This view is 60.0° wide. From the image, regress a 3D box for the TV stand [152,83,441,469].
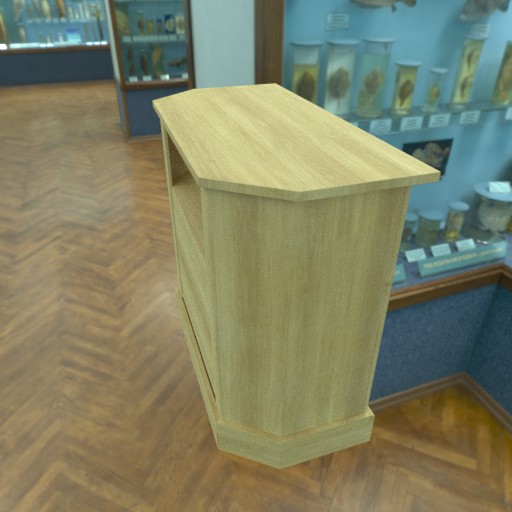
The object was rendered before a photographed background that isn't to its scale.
[{"bbox_3d":[0.000,0.000,1.299,0.425,0.781,0.851,-10,33,-16],"label":"TV stand"}]
